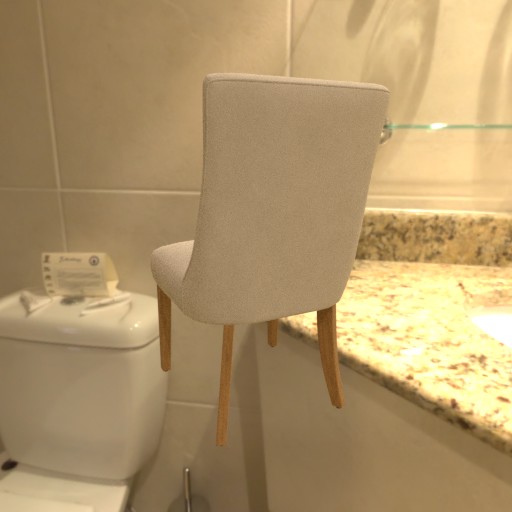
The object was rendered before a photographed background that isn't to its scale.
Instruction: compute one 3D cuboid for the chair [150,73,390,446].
[{"bbox_3d":[0.000,0.000,1.286,0.495,0.902,0.610,-7,16,-26],"label":"chair"}]
